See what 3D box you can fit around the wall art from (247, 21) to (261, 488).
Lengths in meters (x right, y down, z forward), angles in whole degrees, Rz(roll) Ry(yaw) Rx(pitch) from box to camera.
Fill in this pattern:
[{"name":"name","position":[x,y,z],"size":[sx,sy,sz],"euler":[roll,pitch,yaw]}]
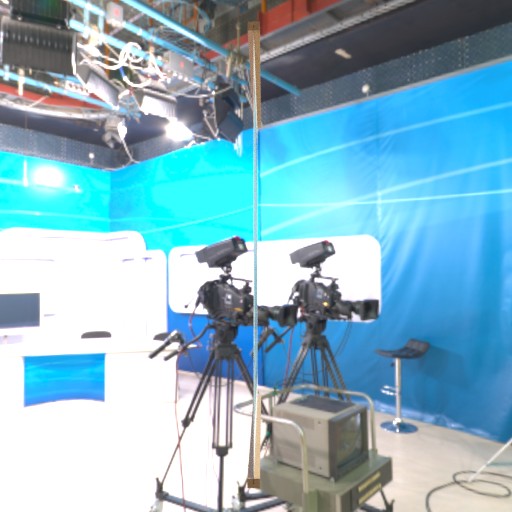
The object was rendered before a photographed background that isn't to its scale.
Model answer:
[{"name":"wall art","position":[0.000,0.000,0.780],"size":[0.016,0.611,0.401],"euler":[0,-2,1]}]
